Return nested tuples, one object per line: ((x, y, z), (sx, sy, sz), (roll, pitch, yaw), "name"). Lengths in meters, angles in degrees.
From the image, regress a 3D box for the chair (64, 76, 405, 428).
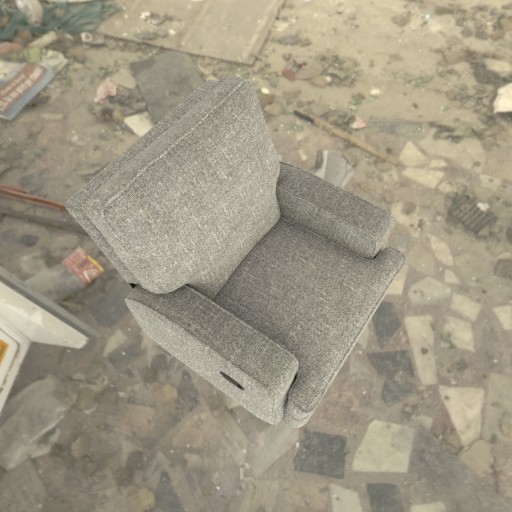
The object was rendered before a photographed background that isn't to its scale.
((0.000, 0.000, 1.703), (0.964, 0.962, 0.861), (31, 64, 17), "chair")
